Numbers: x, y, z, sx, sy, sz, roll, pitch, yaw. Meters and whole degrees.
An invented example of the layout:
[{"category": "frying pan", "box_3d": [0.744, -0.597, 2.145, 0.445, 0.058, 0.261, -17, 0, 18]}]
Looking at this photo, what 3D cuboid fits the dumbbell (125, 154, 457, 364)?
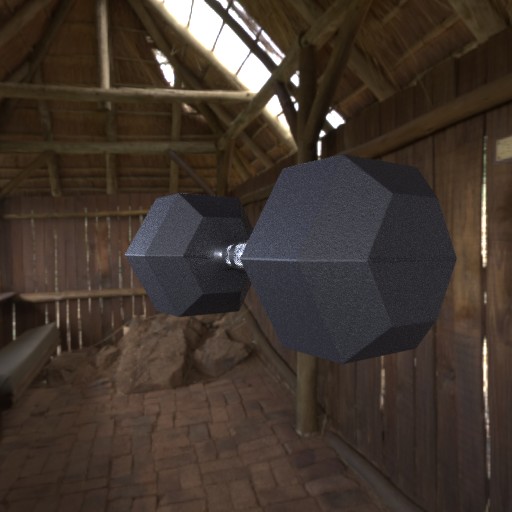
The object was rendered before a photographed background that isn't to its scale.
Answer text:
[{"category": "dumbbell", "box_3d": [0.000, 0.000, 0.435, 0.157, 0.137, 0.361, -1, 1, -35]}]
